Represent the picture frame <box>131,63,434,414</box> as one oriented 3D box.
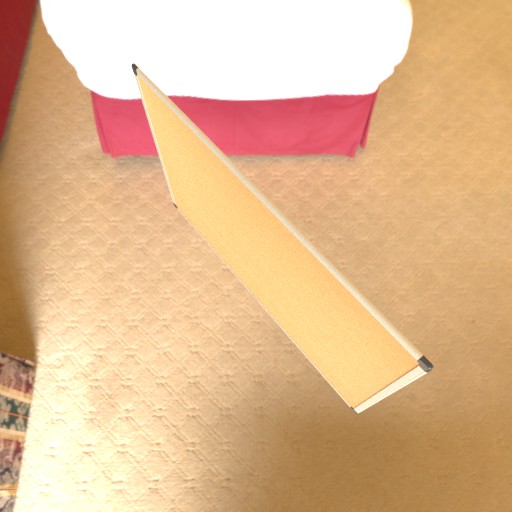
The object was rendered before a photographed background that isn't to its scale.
[{"bbox_3d":[0.000,0.000,1.132,0.010,0.600,0.900,-36,69,-16],"label":"picture frame"}]
